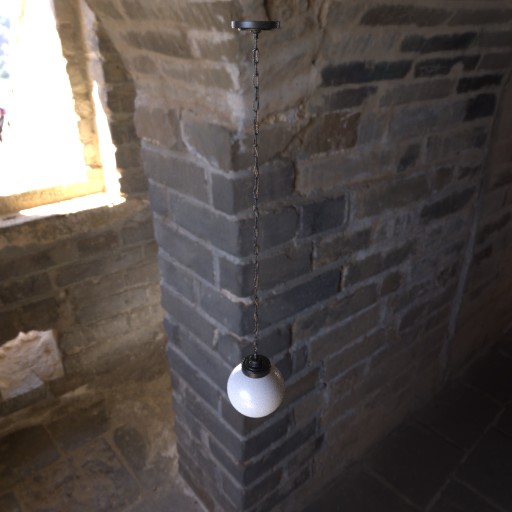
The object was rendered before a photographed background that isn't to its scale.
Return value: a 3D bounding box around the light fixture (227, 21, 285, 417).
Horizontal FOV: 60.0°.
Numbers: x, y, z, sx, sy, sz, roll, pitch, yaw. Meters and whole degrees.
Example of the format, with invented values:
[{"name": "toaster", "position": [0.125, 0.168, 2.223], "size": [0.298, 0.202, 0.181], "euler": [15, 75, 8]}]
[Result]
[{"name": "light fixture", "position": [0.000, 0.000, 1.996], "size": [0.304, 1.867, 0.305], "euler": [0, 27, 0]}]
